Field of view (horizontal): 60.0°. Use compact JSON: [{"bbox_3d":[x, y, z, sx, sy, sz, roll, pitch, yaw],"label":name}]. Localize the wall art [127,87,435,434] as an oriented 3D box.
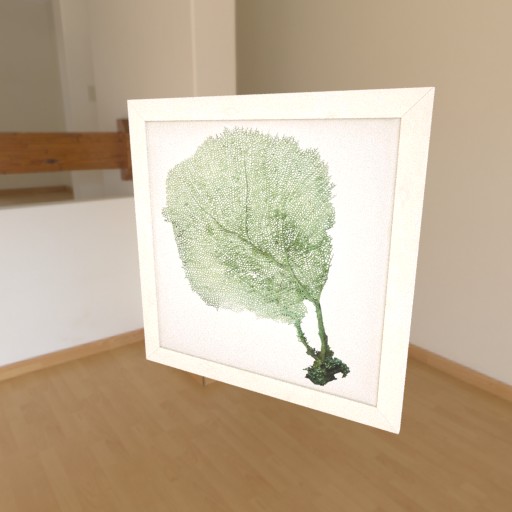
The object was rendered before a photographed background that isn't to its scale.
[{"bbox_3d":[0.000,0.000,0.855,0.584,0.584,0.013,8,18,27],"label":"wall art"}]
